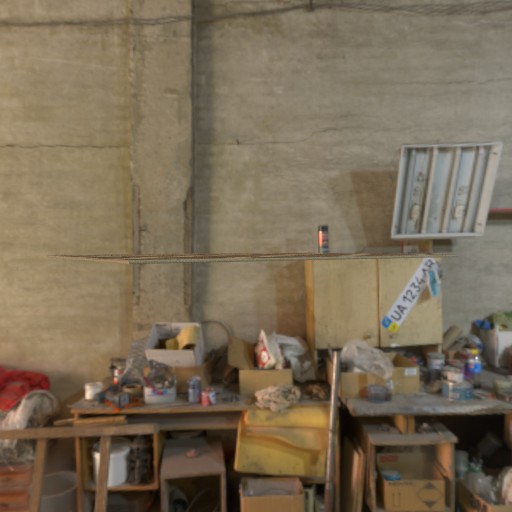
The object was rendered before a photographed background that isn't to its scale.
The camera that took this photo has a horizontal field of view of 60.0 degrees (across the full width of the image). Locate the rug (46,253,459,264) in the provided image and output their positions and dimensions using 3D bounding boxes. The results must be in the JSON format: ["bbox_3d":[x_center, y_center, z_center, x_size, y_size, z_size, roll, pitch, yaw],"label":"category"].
[{"bbox_3d":[0.000,0.000,2.925,2.290,0.014,1.526,-1,1,-36],"label":"rug"}]
